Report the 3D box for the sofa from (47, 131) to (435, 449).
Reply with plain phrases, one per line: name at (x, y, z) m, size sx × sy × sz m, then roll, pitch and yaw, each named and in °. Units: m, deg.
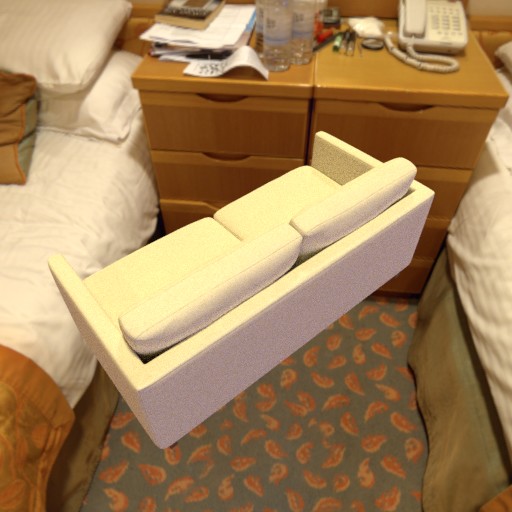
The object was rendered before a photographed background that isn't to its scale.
sofa at (0.000, 0.000, 2.567) m, size 1.981 × 0.889 × 0.965 m, roll -31°, pitch 53°, yaw -27°
